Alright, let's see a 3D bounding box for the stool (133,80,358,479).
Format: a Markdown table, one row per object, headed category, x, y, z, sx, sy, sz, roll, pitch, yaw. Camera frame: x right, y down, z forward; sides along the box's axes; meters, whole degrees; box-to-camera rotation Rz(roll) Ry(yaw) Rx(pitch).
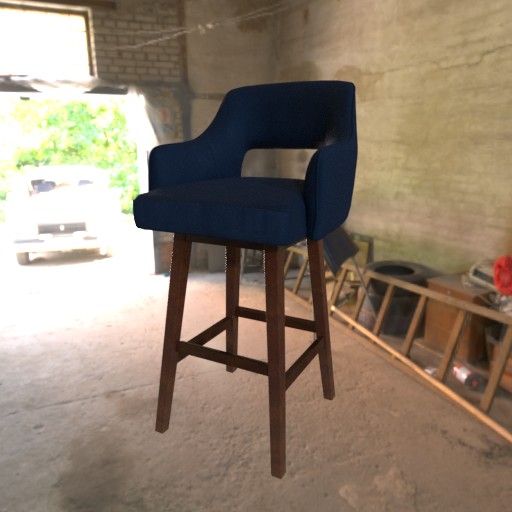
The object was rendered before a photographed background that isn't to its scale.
| category | x | y | z | sx | sy | sz | roll | pitch | yaw |
| --- | --- | --- | --- | --- | --- | --- | --- | --- | --- |
| stool | 0.000 | 0.000 | 1.339 | 0.550 | 1.041 | 0.560 | 8 | 17 | 27 |
